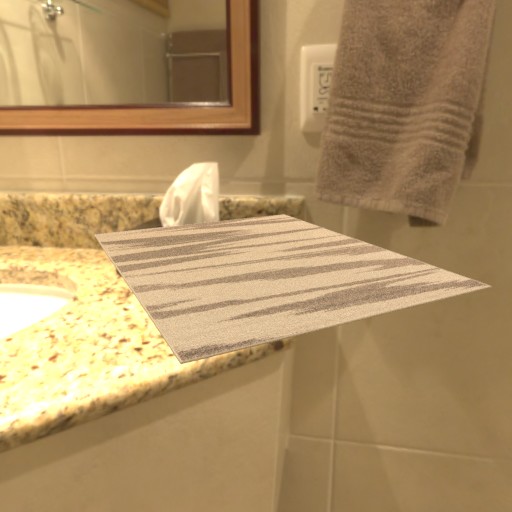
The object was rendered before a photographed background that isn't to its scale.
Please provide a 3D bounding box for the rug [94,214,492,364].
[{"bbox_3d":[0.000,0.000,3.954,2.353,0.014,2.945,-8,19,-26],"label":"rug"}]
